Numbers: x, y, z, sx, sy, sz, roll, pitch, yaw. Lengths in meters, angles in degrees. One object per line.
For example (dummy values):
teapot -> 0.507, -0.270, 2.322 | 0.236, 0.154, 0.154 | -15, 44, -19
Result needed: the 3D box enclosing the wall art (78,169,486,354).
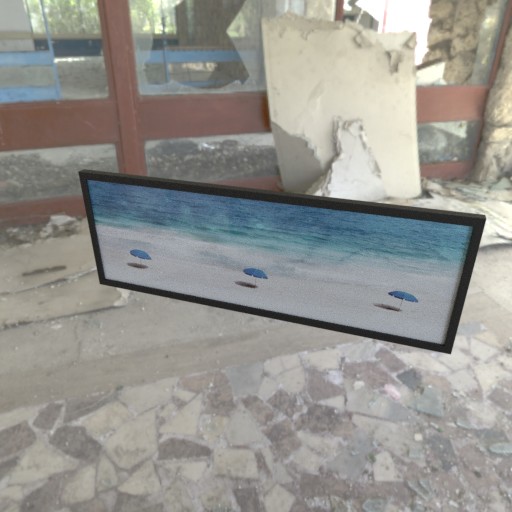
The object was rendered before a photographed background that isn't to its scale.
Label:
wall art -> 0.000, 0.000, 1.788 | 1.572, 0.554, 0.041 | 9, 29, 17
